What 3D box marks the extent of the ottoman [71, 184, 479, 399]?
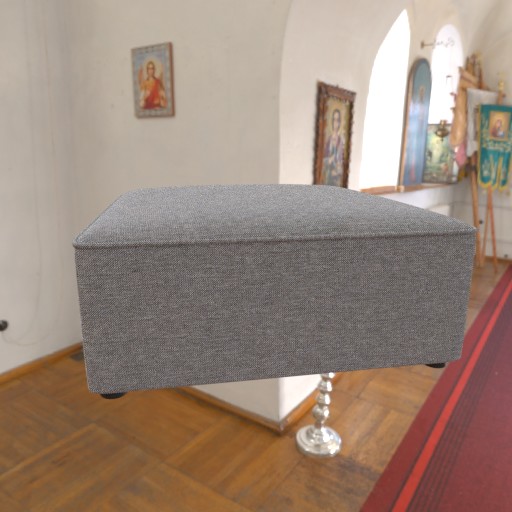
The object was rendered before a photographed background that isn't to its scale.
[{"bbox_3d":[0.000,0.000,1.555,1.005,0.455,1.005,-3,14,-10],"label":"ottoman"}]
